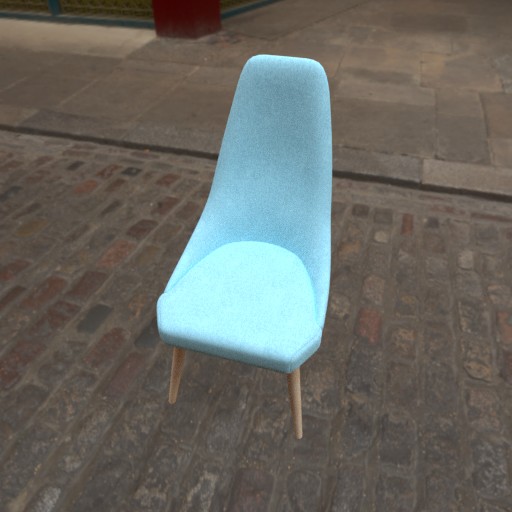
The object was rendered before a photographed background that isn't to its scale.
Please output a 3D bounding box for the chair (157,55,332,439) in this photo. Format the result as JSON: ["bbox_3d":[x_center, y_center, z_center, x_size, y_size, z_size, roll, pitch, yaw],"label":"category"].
[{"bbox_3d":[0.000,0.000,1.425,0.510,1.040,0.660,11,42,12],"label":"chair"}]
